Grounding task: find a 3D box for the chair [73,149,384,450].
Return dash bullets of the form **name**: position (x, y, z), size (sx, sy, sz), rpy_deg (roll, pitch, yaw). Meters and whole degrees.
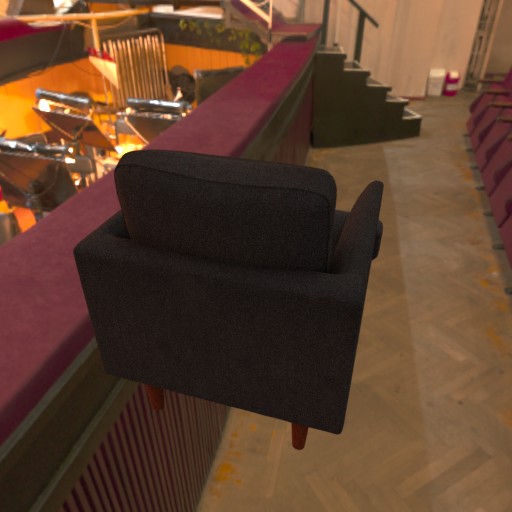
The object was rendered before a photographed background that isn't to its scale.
- **chair**: position (0.000, 0.000, 1.617), size (0.858, 0.957, 0.899), rpy_deg (10, 34, 15)
